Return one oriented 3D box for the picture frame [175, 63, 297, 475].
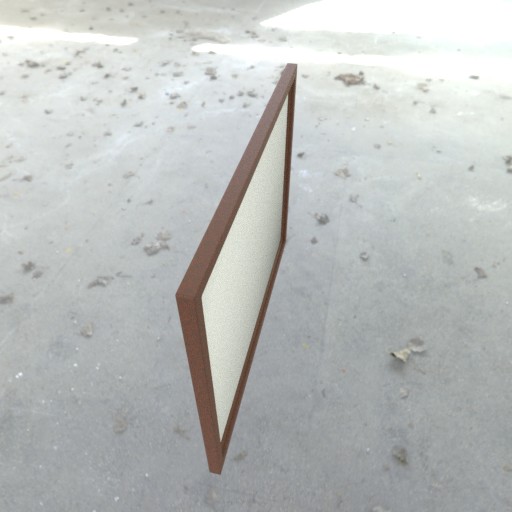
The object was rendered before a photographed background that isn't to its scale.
[{"bbox_3d":[0.000,0.000,1.768,0.045,1.018,1.329,9,45,10],"label":"picture frame"}]
